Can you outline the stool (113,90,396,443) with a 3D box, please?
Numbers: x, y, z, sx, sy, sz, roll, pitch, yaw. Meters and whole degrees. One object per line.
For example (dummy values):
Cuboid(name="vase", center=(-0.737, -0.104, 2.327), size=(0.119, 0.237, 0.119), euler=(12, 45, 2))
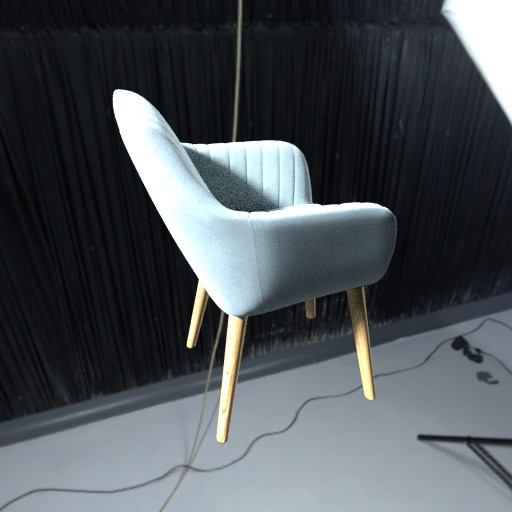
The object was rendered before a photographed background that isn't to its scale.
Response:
Cuboid(name="stool", center=(0.000, 0.000, 1.162), size=(0.590, 0.830, 0.503), euler=(-10, 32, -17))
